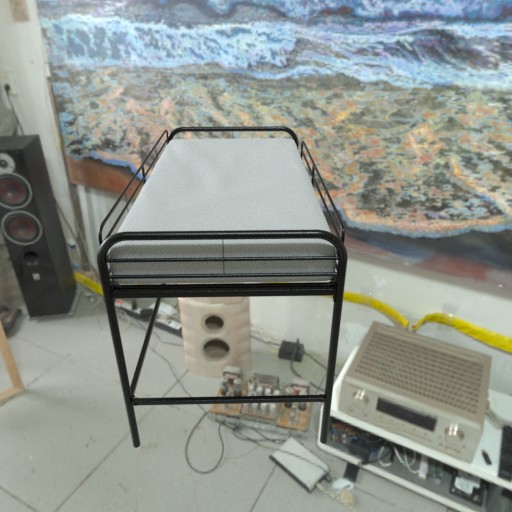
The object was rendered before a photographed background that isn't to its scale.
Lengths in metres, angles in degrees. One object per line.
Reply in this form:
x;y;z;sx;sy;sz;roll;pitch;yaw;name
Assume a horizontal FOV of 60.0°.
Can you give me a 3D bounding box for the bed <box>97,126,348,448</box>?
0.000;0.000;2.977;1.393;1.289;1.968;-1;29;-1;bed
